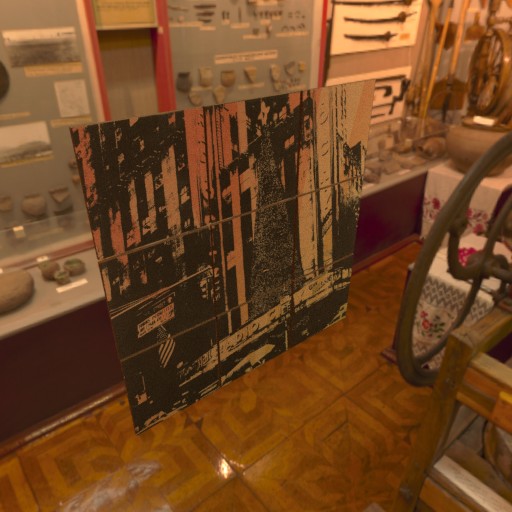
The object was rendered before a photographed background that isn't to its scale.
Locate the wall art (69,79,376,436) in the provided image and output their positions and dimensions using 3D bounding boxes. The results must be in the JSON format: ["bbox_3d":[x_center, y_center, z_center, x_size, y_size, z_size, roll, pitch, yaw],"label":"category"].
[{"bbox_3d":[0.000,0.000,1.341,0.919,0.917,0.010,-22,37,-32],"label":"wall art"}]
